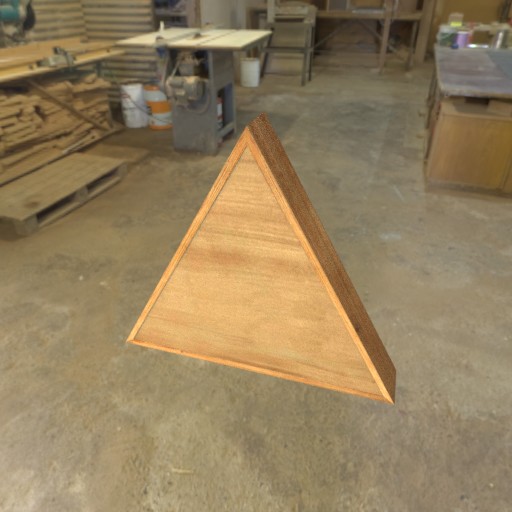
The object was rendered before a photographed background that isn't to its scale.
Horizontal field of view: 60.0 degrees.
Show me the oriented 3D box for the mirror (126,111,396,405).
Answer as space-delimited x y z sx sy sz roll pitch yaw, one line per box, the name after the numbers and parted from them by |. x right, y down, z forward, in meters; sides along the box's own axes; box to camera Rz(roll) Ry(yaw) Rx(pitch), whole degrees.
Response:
0.000 0.000 0.892 0.631 0.548 0.100 9 33 15 | mirror
